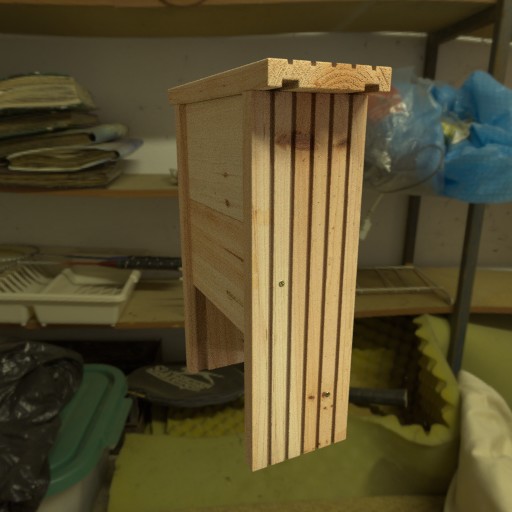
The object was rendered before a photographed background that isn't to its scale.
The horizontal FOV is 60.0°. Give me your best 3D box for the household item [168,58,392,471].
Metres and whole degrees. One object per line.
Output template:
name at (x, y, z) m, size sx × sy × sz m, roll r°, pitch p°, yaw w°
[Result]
household item at (0.000, 0.000, 0.551) m, size 0.123 × 0.407 × 0.301 m, roll -7°, pitch 17°, yaw -24°
